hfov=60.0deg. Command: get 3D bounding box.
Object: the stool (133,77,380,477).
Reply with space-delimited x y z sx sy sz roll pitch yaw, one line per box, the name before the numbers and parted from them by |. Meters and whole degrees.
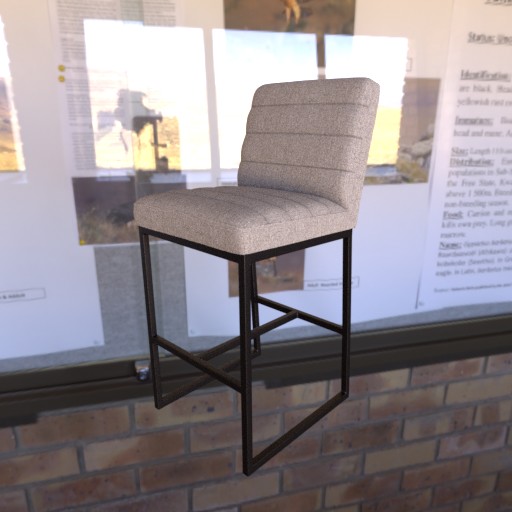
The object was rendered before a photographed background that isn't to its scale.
stool | 0.000 0.000 1.359 0.459 1.034 0.571 16 23 41
